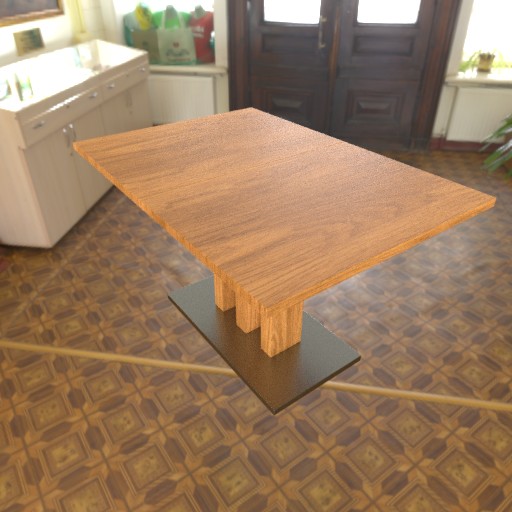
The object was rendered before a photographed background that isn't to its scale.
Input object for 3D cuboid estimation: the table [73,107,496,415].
[{"bbox_3d":[0.000,0.000,1.802,0.900,0.770,1.300,-22,39,-30],"label":"table"}]
